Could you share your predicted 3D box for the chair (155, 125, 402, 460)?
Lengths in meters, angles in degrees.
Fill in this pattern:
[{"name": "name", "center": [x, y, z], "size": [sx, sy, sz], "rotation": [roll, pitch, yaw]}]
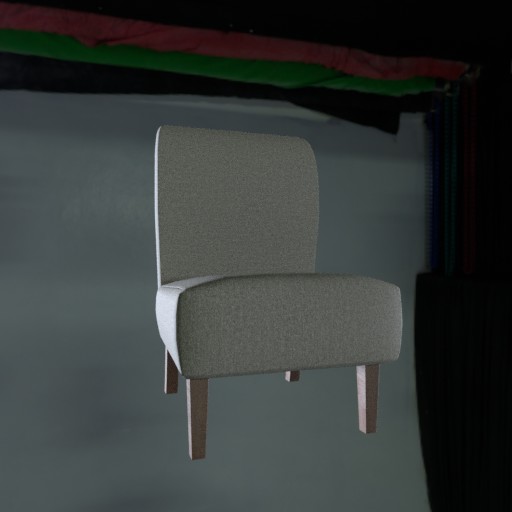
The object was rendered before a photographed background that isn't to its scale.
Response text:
[{"name": "chair", "center": [0.000, 0.000, 1.170], "size": [0.513, 0.804, 0.592], "rotation": [0, 0, -19]}]
